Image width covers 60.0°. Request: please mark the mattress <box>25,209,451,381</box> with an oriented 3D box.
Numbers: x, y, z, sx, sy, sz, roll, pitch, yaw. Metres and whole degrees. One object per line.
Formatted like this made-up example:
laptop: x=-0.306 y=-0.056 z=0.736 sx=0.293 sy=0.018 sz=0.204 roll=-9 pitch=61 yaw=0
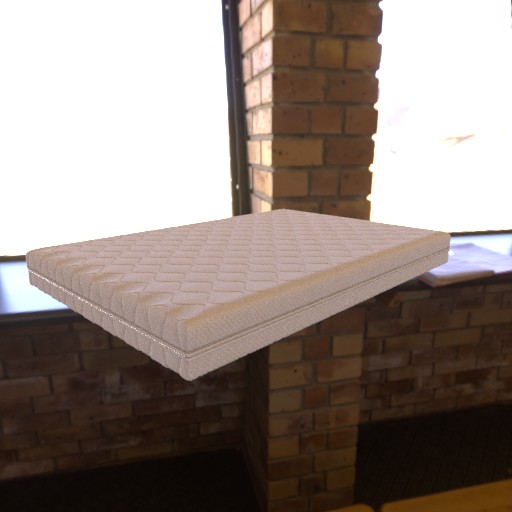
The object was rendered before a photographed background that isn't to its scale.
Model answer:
mattress: x=0.000 y=0.000 z=2.517 sx=1.400 sy=0.200 sz=2.000 roll=14 pitch=20 yaw=43
